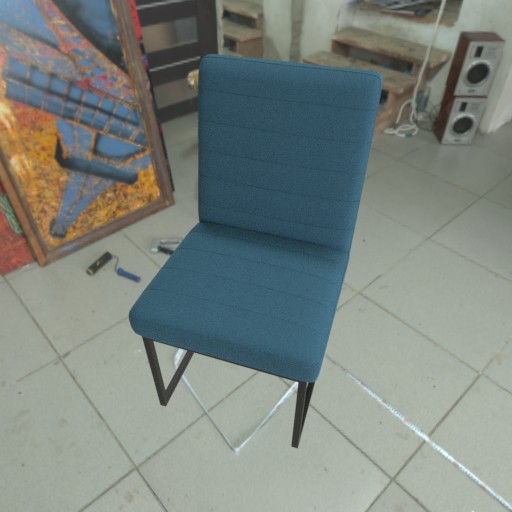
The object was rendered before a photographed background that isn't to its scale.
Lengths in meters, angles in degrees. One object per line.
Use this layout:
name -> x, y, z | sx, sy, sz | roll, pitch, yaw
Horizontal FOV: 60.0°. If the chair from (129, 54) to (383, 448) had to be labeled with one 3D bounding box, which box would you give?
chair -> 0.000, 0.000, 1.303 | 0.520, 0.930, 0.634 | 12, 43, 14
